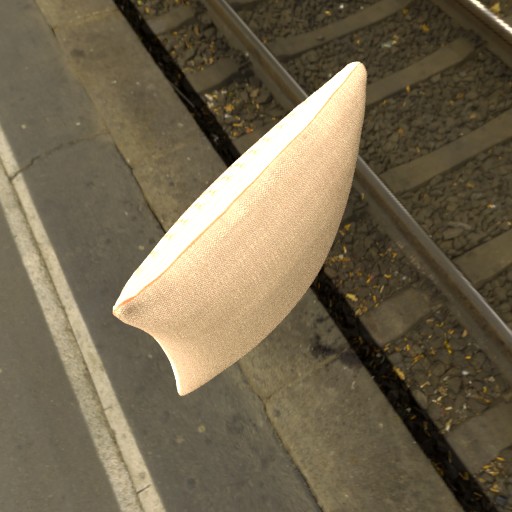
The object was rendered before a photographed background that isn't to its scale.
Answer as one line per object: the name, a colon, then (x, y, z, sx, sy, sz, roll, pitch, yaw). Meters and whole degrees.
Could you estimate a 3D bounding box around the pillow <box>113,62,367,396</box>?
pillow: (0.000, 0.000, 0.803, 0.215, 0.519, 0.521, 35, 69, 16)
